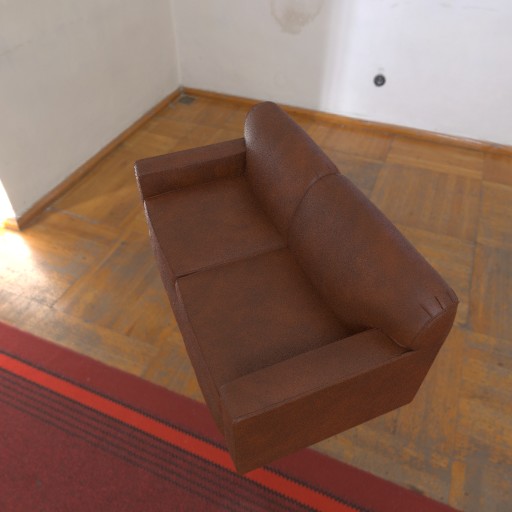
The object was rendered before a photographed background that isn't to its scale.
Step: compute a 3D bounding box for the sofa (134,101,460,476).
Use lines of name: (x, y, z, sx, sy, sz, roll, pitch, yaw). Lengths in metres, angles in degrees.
sofa: (0.000, 0.000, 2.431, 1.000, 0.966, 1.856, -16, 47, -15)
